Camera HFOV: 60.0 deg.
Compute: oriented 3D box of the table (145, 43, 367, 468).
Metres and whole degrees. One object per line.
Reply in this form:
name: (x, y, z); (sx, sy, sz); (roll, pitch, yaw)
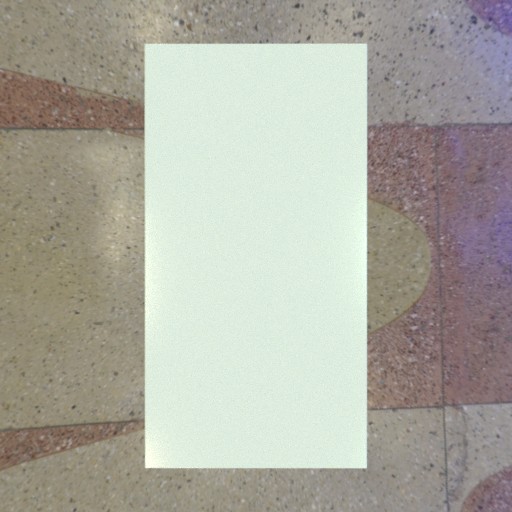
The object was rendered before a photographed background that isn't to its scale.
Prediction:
table: (0.000, 0.000, 1.338); (0.559, 0.457, 1.067); (0, 90, 0)
